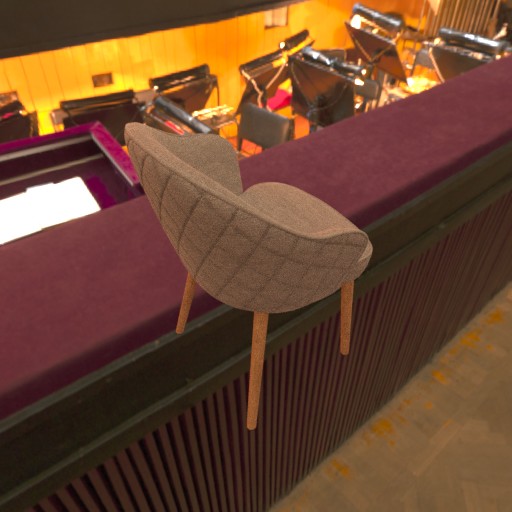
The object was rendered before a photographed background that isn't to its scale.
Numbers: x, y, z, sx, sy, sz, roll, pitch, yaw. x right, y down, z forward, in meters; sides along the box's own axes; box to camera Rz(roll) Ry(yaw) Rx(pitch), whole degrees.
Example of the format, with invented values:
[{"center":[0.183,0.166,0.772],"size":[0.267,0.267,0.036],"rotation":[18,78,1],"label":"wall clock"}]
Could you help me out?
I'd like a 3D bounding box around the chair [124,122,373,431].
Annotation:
[{"center":[0.000,0.000,1.181],"size":[0.530,0.800,0.540],"rotation":[-25,47,-26],"label":"chair"}]
